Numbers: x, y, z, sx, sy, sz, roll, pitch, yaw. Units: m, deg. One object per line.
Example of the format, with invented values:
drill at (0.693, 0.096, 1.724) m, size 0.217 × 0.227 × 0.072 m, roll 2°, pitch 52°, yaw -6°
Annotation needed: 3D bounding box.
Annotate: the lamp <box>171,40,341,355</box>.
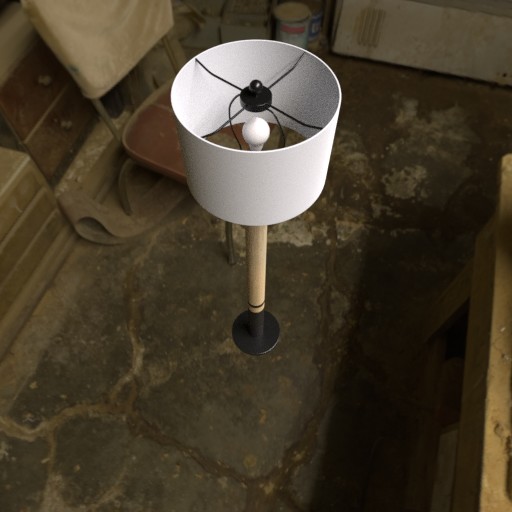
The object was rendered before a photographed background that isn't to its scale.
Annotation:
lamp at (0.000, 0.000, 1.605) m, size 0.381 × 1.478 × 0.381 m, roll 17°, pitch 60°, yaw 10°
